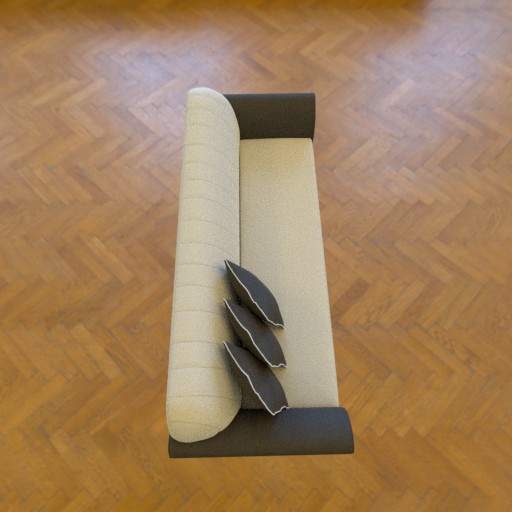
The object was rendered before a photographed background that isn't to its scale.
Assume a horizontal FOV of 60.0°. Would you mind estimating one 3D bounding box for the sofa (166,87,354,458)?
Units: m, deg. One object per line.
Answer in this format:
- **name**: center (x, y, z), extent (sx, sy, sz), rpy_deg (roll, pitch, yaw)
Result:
- **sofa**: center (0.000, 0.000, 2.410), extent (0.755, 0.787, 2.001), rpy_deg (-1, 63, -1)
